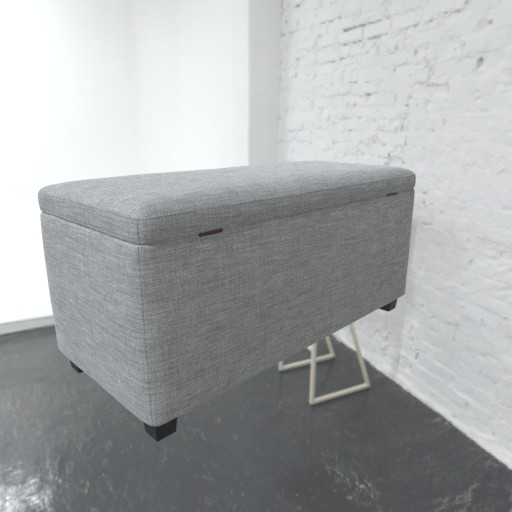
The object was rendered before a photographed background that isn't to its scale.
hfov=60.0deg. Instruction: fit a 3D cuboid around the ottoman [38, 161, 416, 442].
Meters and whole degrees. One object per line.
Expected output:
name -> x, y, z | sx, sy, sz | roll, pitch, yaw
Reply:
ottoman -> 0.000, 0.000, 1.122 | 0.902, 0.432, 0.419 | -16, 23, -43
